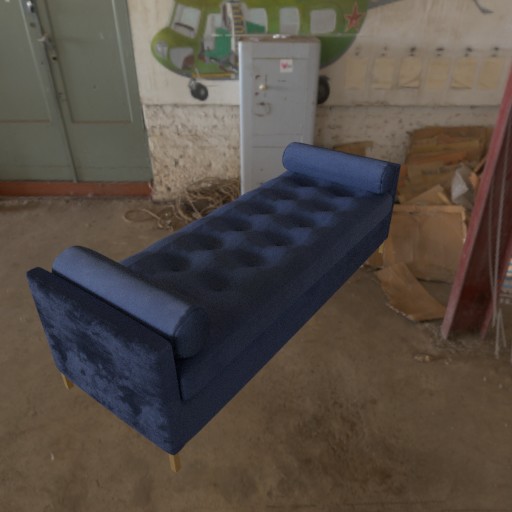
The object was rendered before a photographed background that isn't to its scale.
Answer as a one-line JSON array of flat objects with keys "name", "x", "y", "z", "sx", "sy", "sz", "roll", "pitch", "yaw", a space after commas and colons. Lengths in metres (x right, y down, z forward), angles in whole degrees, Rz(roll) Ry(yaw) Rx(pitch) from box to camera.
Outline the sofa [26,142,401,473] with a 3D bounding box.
[{"name": "sofa", "x": 0.000, "y": 0.000, "z": 2.435, "sx": 0.796, "sy": 0.705, "sz": 2.102, "roll": 21, "pitch": 38, "yaw": 30}]
